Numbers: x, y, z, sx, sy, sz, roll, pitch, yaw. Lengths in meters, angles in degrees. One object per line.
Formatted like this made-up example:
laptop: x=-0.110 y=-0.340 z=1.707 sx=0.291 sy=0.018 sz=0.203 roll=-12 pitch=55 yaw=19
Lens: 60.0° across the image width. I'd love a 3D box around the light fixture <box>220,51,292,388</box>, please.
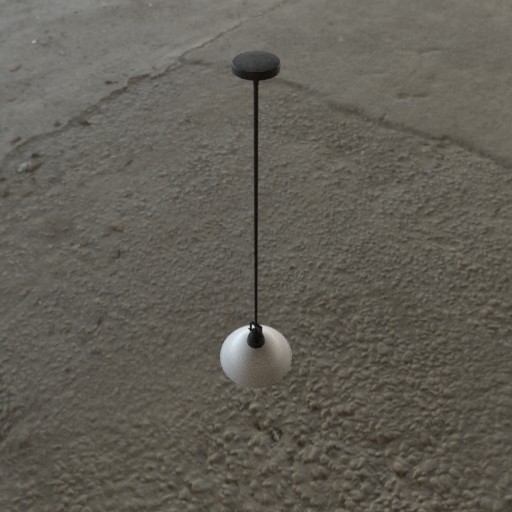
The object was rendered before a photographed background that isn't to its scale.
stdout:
light fixture: x=0.000 y=0.000 z=1.518 sx=0.324 sy=1.337 sz=0.324 roll=27 pitch=53 yaw=23
